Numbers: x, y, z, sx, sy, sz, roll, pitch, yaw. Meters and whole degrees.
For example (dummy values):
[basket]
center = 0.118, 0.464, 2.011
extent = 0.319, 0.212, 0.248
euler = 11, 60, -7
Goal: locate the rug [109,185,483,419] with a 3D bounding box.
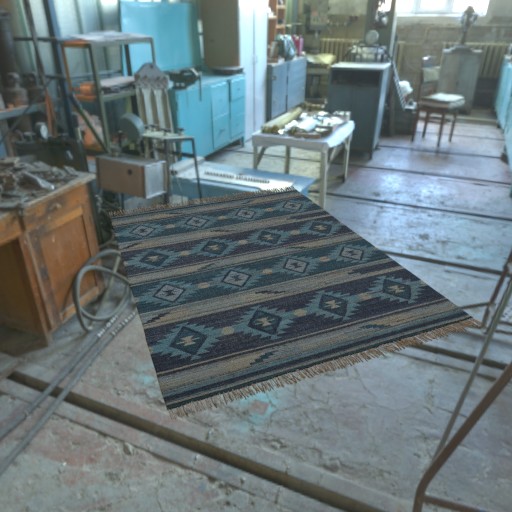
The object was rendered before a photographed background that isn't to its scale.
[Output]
[rug]
center = 0.000, 0.000, 4.293
extent = 2.418, 0.047, 3.307
euler = -11, 31, -19
